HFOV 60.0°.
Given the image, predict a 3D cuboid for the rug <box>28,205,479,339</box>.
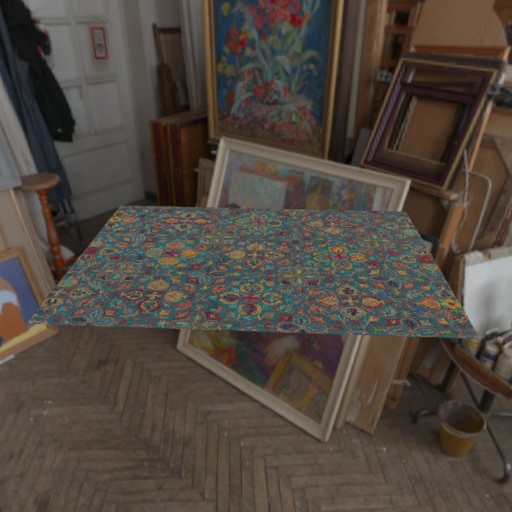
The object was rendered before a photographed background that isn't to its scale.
[{"bbox_3d":[0.000,0.000,2.319,1.836,0.014,1.216,2,30,3],"label":"rug"}]
